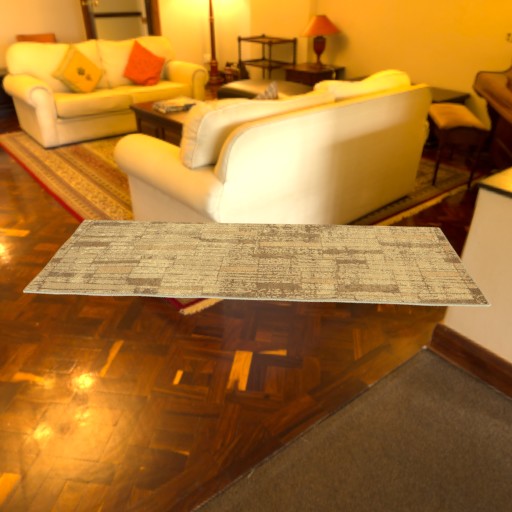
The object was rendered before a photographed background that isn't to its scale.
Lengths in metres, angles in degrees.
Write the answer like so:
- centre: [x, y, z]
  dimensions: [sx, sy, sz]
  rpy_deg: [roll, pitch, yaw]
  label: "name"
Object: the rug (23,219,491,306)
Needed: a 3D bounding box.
- centre: [0.000, 0.000, 2.610]
  dimensions: [2.383, 0.018, 0.857]
  rpy_deg: [1, 31, 2]
  label: "rug"
